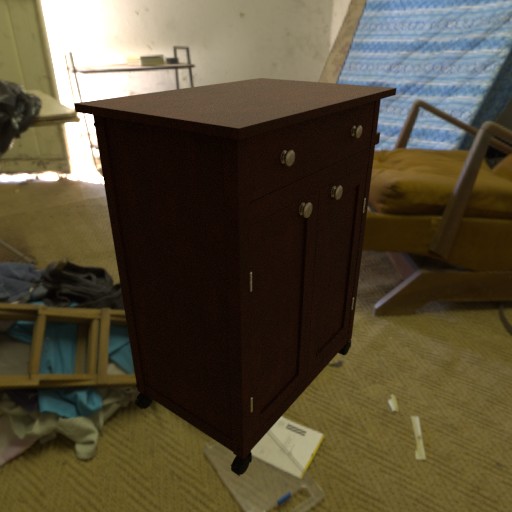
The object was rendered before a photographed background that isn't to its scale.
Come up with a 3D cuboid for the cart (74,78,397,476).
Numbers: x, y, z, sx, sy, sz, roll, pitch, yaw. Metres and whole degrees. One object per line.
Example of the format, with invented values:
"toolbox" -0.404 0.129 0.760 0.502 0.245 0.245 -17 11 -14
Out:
"cart" 0.000 0.000 1.250 0.442 0.864 0.683 19 33 32
